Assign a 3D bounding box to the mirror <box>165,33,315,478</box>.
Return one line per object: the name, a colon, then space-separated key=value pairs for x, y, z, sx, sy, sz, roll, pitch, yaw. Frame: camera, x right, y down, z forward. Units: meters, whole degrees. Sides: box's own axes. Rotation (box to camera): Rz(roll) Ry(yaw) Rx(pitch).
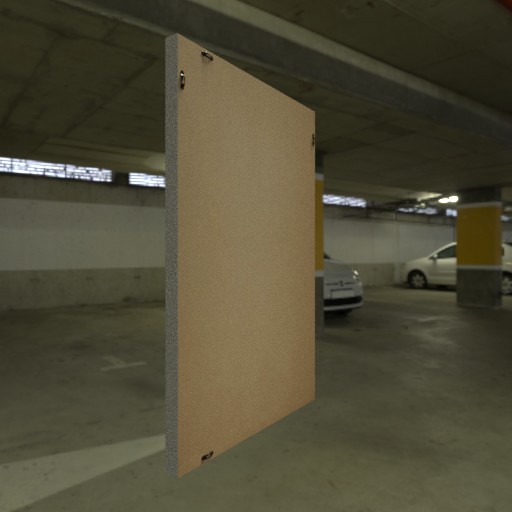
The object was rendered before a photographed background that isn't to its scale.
mirror: x=0.000 y=0.000 z=1.169 sx=0.041 sy=0.914 sz=0.609 roll=0 pitch=0 yaw=35
